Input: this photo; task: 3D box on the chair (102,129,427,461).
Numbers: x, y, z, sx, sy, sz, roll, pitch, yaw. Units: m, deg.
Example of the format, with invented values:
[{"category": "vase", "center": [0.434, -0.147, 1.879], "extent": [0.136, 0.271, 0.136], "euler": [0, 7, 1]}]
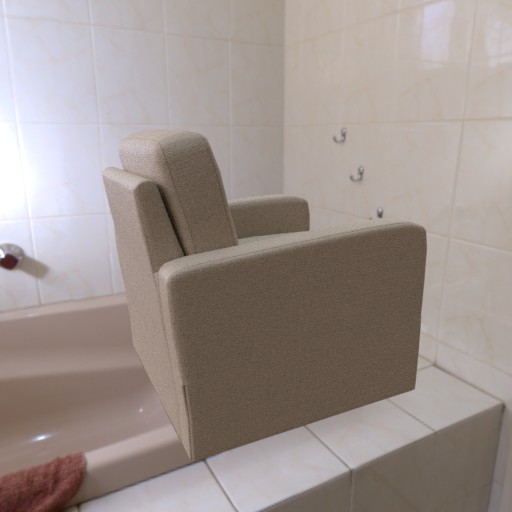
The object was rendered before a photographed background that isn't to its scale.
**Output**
[{"category": "chair", "center": [0.000, 0.000, 1.510], "extent": [0.888, 0.827, 0.755], "euler": [-7, 17, -25]}]
